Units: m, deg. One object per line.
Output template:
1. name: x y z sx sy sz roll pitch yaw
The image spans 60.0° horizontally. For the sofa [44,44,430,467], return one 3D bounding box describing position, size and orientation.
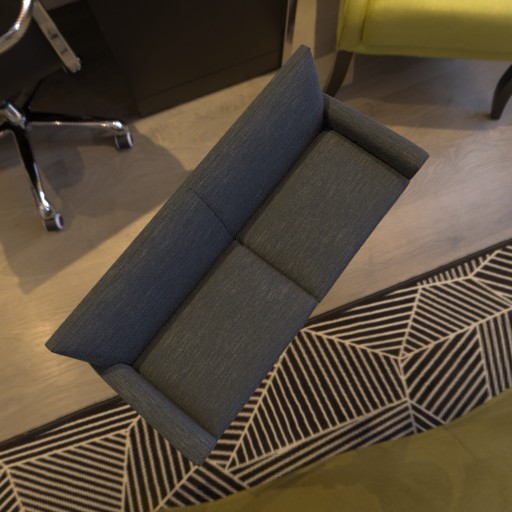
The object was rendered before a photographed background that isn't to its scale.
1. sofa: 0.000 0.000 2.433 0.875 0.846 1.976 37 80 8
